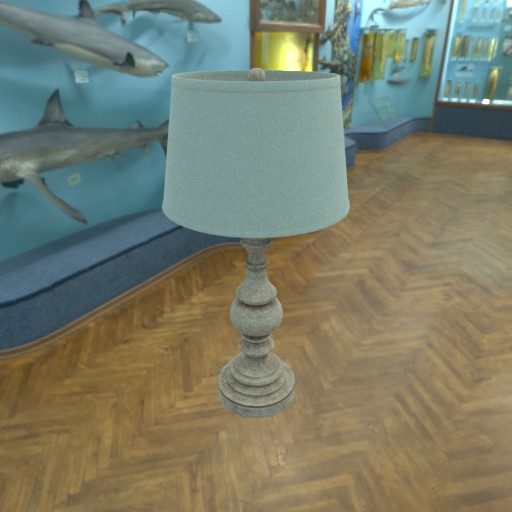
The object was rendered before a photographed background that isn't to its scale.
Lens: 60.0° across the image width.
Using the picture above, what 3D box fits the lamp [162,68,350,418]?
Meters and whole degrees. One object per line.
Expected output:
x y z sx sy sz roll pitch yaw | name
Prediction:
0.000 0.000 0.867 0.340 0.678 0.340 0 26 0 | lamp
